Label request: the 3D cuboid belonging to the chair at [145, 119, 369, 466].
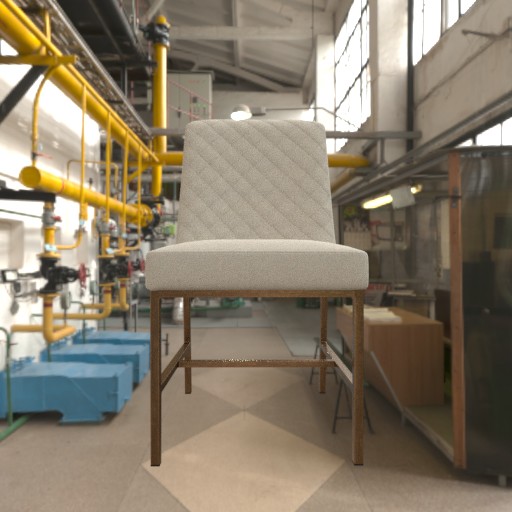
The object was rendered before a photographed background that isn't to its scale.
[{"bbox_3d":[0.000,0.000,1.267,0.503,0.933,0.597,0,0,-1],"label":"chair"}]
